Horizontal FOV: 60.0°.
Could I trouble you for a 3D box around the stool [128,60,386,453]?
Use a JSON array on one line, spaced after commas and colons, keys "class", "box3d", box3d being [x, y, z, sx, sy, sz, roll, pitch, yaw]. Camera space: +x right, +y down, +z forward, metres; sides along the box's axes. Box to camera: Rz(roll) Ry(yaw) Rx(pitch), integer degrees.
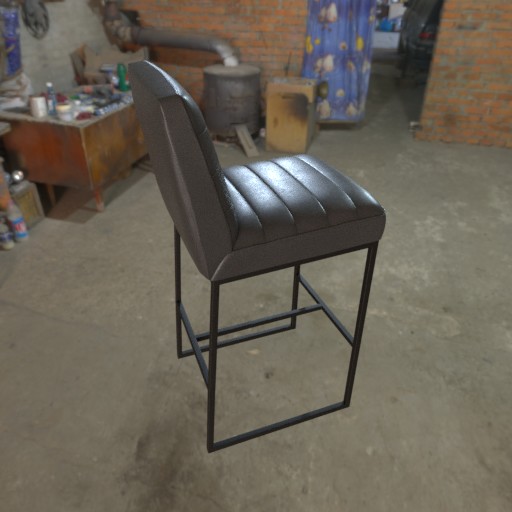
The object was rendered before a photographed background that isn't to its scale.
[{"class": "stool", "box3d": [0.000, 0.000, 1.303, 0.552, 1.040, 0.457, -11, 33, -18]}]
